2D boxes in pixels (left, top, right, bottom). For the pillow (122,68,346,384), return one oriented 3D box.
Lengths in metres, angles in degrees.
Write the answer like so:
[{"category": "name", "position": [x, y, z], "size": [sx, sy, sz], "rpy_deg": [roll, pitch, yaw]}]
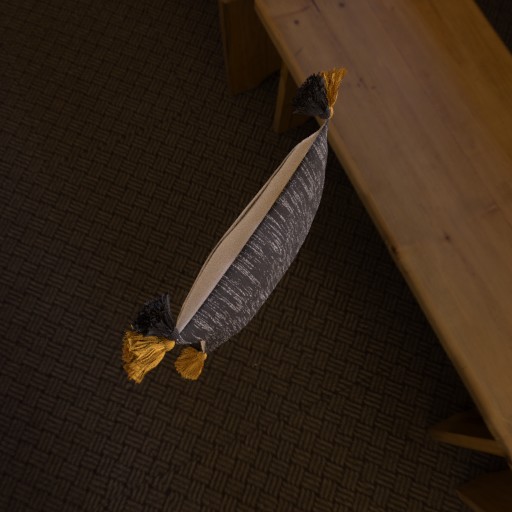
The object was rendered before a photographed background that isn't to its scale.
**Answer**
[{"category": "pillow", "position": [0.000, 0.000, 0.974], "size": [0.139, 0.659, 0.654], "rpy_deg": [33, 78, 8]}]
